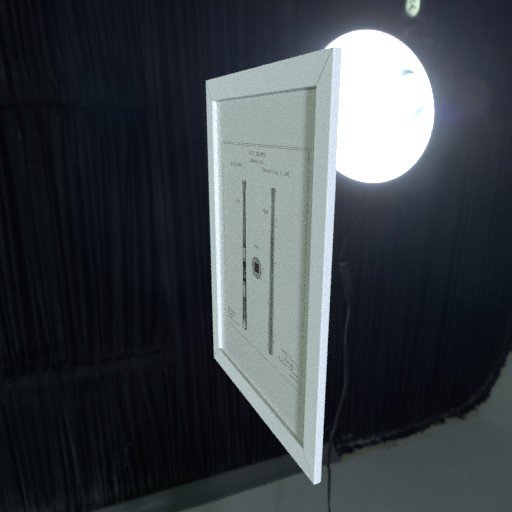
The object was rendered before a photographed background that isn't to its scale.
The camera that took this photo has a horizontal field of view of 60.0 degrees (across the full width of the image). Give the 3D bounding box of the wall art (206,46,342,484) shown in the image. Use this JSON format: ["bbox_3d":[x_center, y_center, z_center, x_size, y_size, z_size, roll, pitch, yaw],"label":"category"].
[{"bbox_3d":[0.000,0.000,0.673,0.012,0.529,0.374,-8,18,-25],"label":"wall art"}]
